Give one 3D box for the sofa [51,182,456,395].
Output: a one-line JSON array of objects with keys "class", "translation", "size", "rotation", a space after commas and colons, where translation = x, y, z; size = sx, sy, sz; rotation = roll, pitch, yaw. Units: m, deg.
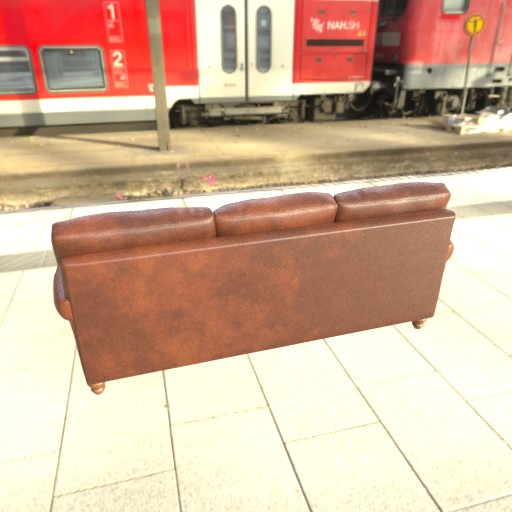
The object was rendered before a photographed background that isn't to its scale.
[{"class": "sofa", "translation": [0.000, 0.000, 2.839], "size": [2.351, 0.977, 0.973], "rotation": [-8, 27, -16]}]
